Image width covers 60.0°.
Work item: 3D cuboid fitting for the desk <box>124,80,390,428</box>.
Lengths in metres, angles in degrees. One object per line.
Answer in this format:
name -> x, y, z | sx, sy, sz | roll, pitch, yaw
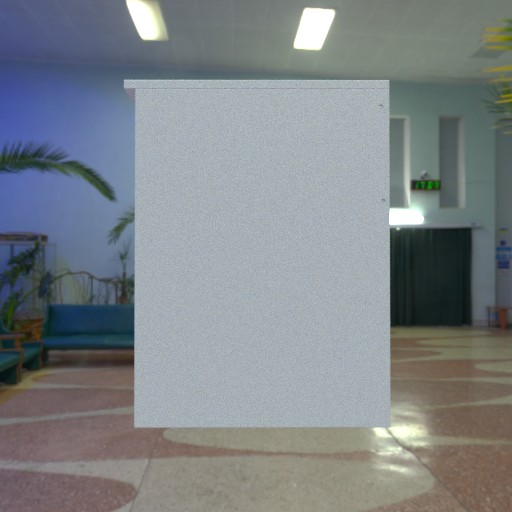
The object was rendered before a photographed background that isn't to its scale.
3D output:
desk -> 0.000, 0.000, 1.480 | 0.560, 0.730, 1.100 | 0, -1, 0
